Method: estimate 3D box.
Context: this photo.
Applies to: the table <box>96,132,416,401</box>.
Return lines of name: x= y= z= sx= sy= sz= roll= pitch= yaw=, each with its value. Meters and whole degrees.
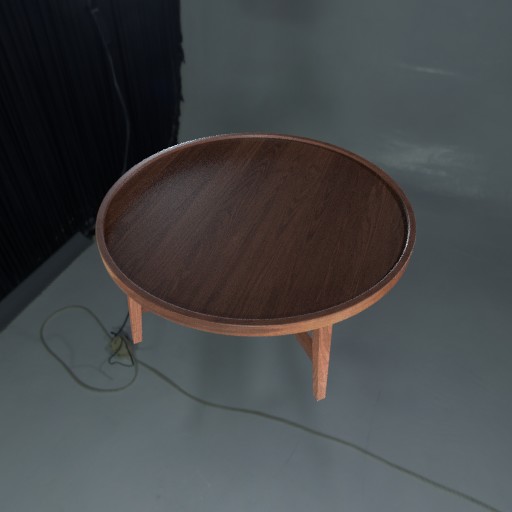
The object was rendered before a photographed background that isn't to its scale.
table: x=0.000 y=0.000 z=1.264 sx=0.800 sy=0.360 sz=0.800 roll=0 pitch=42 yaw=0
